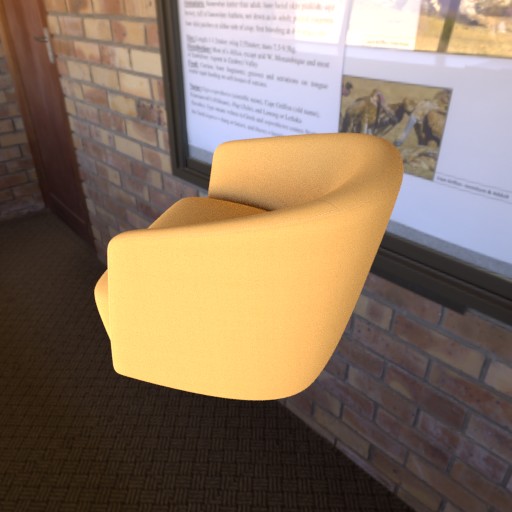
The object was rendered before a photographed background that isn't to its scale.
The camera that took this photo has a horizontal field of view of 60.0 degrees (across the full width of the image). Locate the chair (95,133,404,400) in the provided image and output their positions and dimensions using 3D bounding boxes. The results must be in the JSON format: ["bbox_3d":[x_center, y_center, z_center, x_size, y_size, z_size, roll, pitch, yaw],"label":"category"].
[{"bbox_3d":[0.000,0.000,1.356,0.767,0.698,0.773,7,31,12],"label":"chair"}]
